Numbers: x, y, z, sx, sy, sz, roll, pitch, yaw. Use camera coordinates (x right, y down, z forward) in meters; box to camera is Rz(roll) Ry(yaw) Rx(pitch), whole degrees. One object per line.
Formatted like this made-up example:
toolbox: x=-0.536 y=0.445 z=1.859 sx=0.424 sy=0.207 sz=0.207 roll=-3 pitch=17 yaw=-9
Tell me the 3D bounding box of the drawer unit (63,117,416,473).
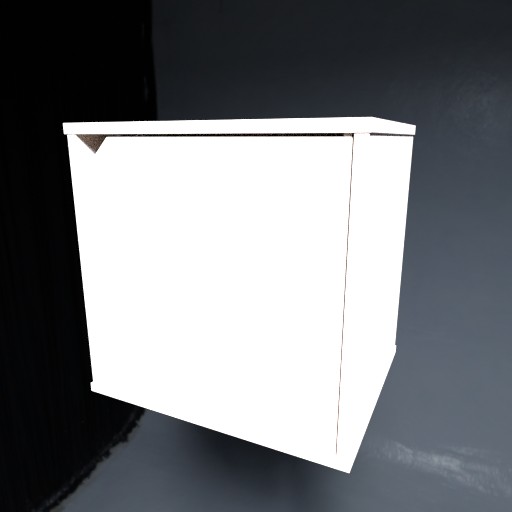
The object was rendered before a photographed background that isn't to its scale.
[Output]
drawer unit: x=0.000 y=0.000 z=0.603 sx=0.349 sy=0.344 sz=0.290 roll=7 pitch=16 yaw=25
